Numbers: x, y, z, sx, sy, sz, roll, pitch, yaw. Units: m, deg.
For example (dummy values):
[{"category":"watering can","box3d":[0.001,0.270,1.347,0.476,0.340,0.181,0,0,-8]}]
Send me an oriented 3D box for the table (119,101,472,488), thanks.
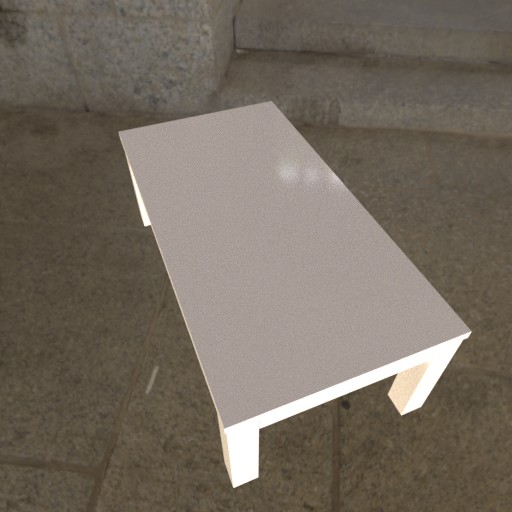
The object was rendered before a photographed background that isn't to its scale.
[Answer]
[{"category":"table","box3d":[0.000,0.000,1.694,0.700,0.470,1.350,-16,49,-15]}]
